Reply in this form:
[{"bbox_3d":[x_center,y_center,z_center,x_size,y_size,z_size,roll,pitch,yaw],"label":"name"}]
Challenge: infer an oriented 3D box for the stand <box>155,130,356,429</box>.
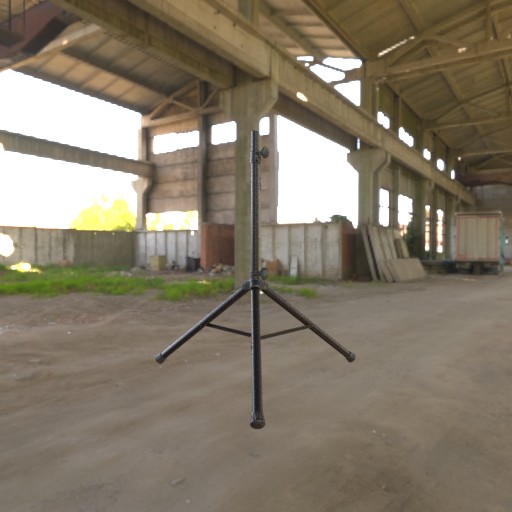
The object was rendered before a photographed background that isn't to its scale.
[{"bbox_3d":[0.000,0.000,1.891,1.045,1.136,0.907,0,1,0],"label":"stand"}]
